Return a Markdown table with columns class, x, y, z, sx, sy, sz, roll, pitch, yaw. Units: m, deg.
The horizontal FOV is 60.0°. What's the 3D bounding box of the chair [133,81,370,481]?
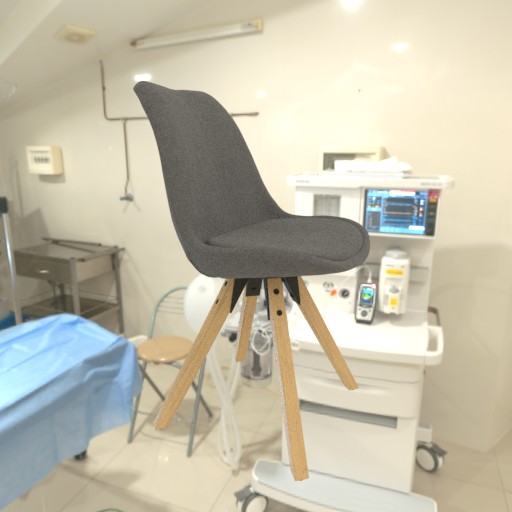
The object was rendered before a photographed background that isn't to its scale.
| class | x | y | z | sx | sy | sz | roll | pitch | yaw |
| --- | --- | --- | --- | --- | --- | --- | --- | --- | --- |
| chair | 0.000 | 0.000 | 1.141 | 0.550 | 0.850 | 0.485 | 7 | 16 | 27 |
